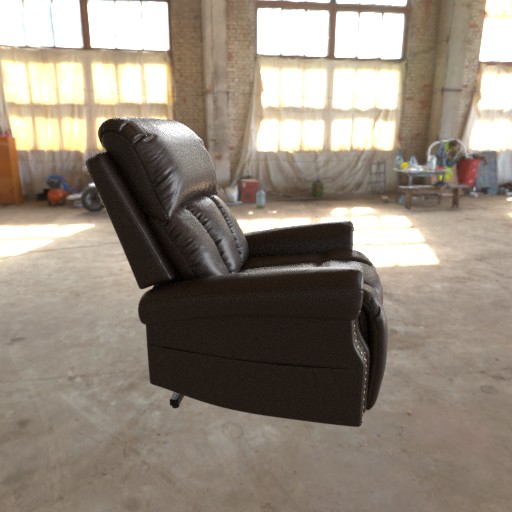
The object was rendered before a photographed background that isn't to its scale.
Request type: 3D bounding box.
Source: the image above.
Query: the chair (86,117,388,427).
[{"bbox_3d":[0.000,0.000,1.722,0.978,1.028,0.869,3,16,10],"label":"chair"}]
